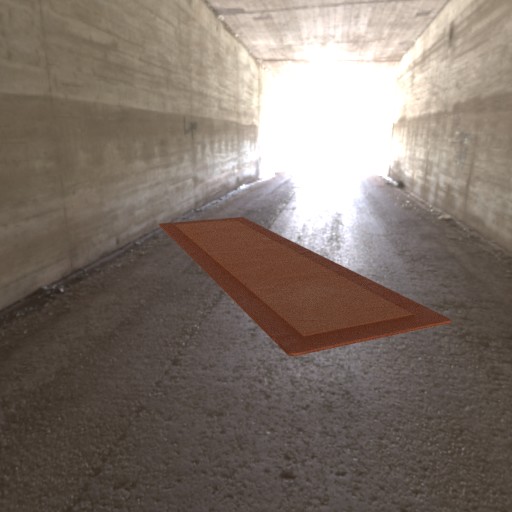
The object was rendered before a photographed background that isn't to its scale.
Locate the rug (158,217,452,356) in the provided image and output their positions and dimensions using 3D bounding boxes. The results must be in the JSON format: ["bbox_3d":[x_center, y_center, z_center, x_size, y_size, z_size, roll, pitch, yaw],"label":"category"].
[{"bbox_3d":[0.000,0.000,2.766,0.914,0.013,2.471,-8,18,-25],"label":"rug"}]
